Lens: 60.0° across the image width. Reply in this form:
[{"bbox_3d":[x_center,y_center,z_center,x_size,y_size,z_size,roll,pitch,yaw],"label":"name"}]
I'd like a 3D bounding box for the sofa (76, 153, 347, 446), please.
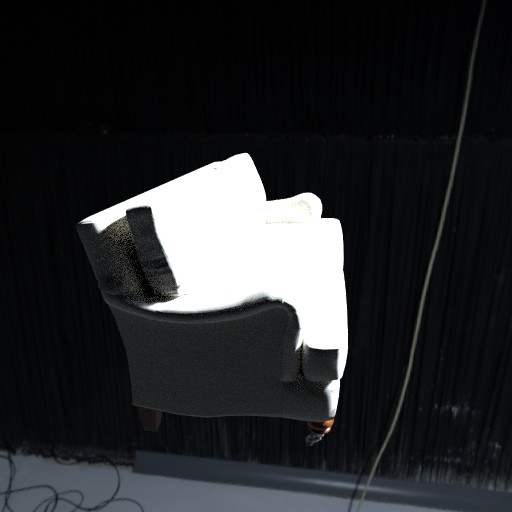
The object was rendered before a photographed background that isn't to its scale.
[{"bbox_3d":[0.000,0.000,2.751,1.086,1.087,2.159,3,18,9],"label":"sofa"}]
